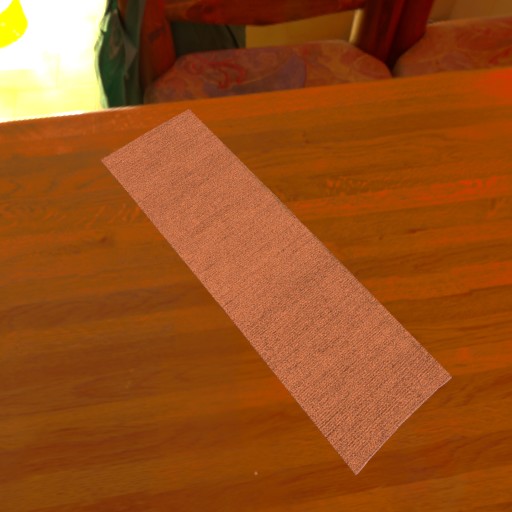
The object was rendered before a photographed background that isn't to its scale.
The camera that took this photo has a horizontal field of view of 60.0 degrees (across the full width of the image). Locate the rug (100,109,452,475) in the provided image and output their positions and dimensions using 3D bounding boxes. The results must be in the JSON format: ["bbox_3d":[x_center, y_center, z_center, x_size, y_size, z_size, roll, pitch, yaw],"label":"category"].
[{"bbox_3d":[0.000,0.000,2.526,0.692,0.032,2.320,-36,69,-16],"label":"rug"}]
